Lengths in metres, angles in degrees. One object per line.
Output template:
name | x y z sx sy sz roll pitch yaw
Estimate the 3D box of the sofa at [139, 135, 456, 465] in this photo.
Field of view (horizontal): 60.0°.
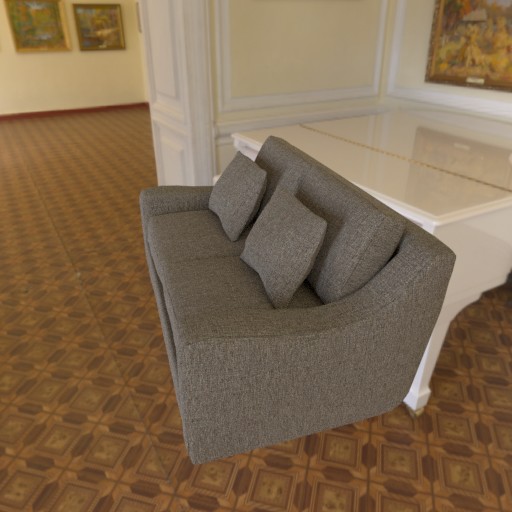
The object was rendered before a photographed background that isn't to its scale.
sofa | 0.000 0.000 2.447 1.120 0.991 1.778 -8 29 -15
